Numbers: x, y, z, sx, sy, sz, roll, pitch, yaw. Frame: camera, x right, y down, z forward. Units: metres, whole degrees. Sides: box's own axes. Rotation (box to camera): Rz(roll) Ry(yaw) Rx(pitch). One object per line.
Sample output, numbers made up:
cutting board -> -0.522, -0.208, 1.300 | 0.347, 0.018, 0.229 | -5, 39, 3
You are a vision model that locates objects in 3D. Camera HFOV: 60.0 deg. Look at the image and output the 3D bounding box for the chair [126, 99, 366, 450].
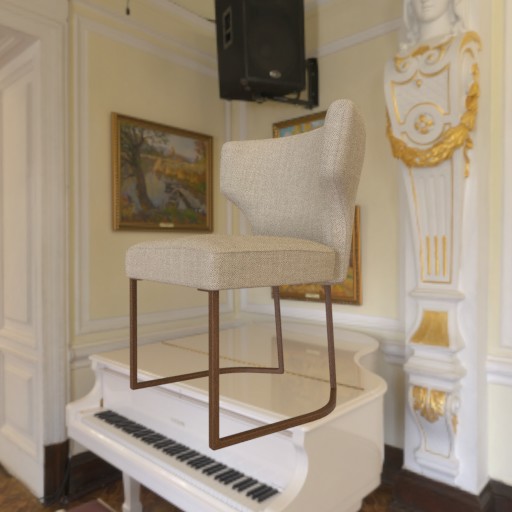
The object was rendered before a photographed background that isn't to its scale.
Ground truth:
chair -> 0.000, 0.000, 1.318 | 0.617, 0.824, 0.611 | -1, 1, -35
